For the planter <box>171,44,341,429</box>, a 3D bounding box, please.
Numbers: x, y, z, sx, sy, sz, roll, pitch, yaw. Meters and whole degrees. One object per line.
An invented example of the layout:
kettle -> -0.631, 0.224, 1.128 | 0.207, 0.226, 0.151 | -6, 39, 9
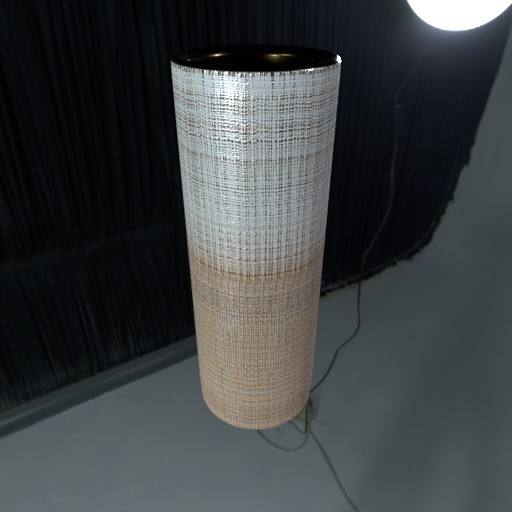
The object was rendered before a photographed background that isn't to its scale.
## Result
planter -> 0.000, 0.000, 0.332 | 0.099, 0.278, 0.099 | -20, 37, -29
